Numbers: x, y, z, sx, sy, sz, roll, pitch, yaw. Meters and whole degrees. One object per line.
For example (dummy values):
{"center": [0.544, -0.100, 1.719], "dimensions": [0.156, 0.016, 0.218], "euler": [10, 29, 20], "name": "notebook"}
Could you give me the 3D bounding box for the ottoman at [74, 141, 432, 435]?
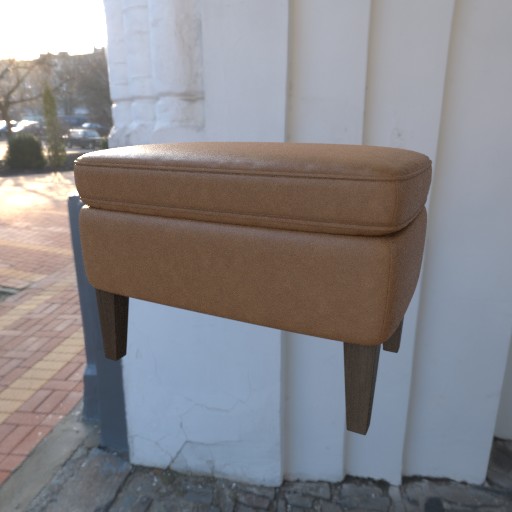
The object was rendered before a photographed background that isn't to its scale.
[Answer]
{"center": [0.000, 0.000, 0.971], "dimensions": [0.670, 0.480, 0.420], "euler": [8, 18, 25], "name": "ottoman"}
